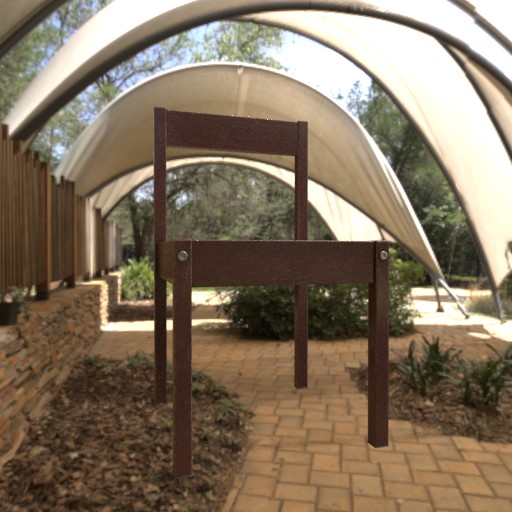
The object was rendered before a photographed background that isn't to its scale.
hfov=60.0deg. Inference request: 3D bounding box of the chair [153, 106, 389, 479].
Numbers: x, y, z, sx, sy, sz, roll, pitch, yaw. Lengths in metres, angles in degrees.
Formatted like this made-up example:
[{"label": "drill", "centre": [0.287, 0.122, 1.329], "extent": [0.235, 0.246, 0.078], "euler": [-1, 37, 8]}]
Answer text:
[{"label": "chair", "centre": [0.000, 0.000, 0.679], "extent": [0.285, 0.505, 0.285], "euler": [0, 1, -18]}]
